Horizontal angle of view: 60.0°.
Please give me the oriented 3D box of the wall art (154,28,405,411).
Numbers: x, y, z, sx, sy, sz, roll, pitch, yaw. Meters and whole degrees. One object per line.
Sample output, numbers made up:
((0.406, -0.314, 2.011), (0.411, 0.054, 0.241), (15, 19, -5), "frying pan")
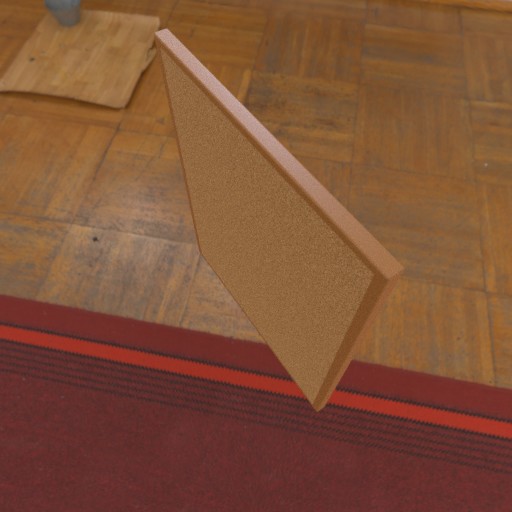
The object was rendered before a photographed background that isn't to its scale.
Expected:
((0.000, 0.000, 0.734), (0.022, 0.553, 0.452), (-31, 64, -17), "wall art")
